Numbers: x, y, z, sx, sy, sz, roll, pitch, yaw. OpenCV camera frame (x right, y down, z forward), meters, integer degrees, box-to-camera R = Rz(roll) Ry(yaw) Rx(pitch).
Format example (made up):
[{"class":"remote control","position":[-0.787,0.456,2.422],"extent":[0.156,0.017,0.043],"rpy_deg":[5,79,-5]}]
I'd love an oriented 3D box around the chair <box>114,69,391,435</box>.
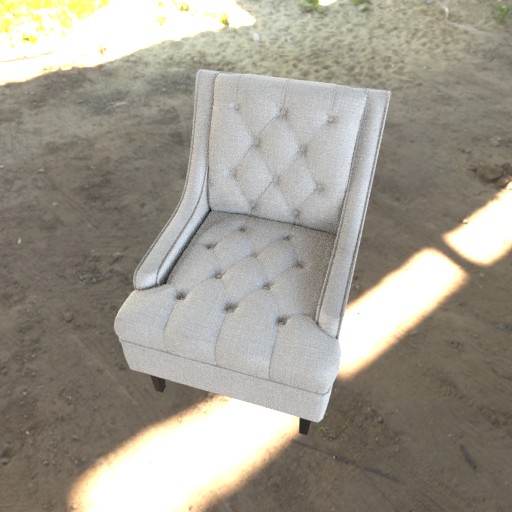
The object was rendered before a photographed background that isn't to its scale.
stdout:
[{"class":"chair","position":[0.000,0.000,1.437],"extent":[0.658,0.891,0.772],"rpy_deg":[12,43,13]}]
